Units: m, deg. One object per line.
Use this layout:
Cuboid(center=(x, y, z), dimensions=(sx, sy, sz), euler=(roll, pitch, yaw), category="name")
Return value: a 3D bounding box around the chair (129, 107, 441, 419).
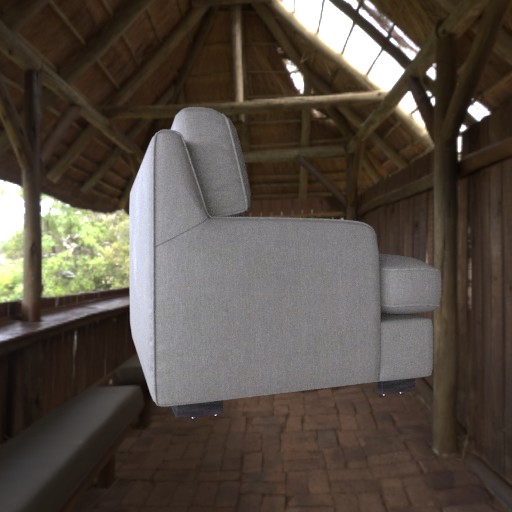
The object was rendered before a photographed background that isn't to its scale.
Cuboid(center=(0.000, 0.000, 1.985), dimensions=(1.043, 0.974, 1.270), euler=(0, 0, -19), category="chair")
